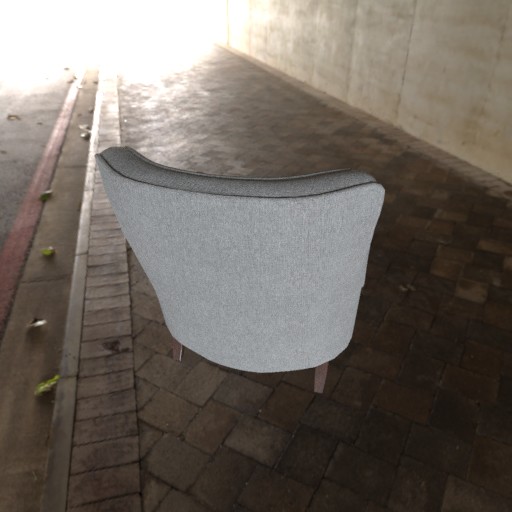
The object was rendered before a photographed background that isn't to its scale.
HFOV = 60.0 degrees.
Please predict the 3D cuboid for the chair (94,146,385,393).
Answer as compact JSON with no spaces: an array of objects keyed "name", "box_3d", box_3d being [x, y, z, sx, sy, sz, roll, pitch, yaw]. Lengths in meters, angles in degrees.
[{"name":"chair","box_3d":[0.000,0.000,1.622,0.820,0.920,0.910,9,32,14]}]
